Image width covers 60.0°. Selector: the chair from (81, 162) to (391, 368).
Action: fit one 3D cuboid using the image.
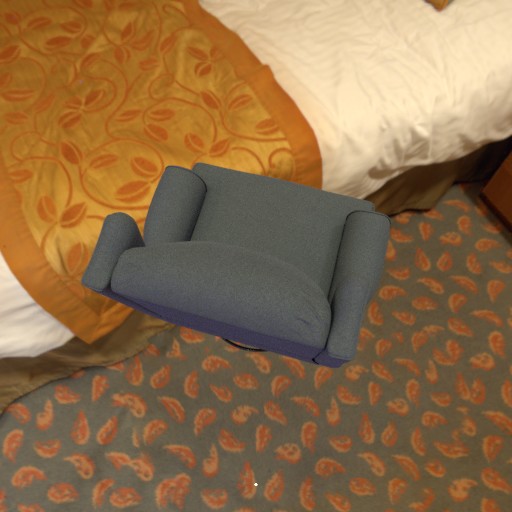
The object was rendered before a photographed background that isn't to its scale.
[{"bbox_3d":[0.000,0.000,1.733,0.971,1.020,0.877,14,64,7],"label":"chair"}]
